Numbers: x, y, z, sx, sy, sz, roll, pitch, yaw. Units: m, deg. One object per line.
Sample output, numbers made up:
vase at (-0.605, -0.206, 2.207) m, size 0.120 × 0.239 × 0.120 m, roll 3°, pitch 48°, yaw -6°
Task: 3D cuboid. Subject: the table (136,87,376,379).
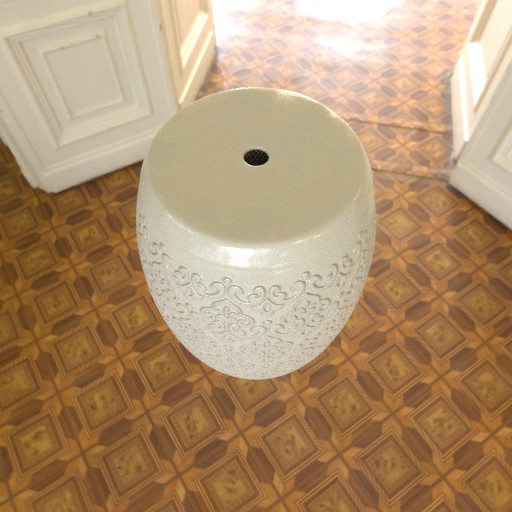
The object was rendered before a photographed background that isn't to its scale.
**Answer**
table at (0.000, 0.000, 0.633) m, size 0.309 × 0.397 × 0.309 m, roll 0°, pitch 58°, yaw 0°
